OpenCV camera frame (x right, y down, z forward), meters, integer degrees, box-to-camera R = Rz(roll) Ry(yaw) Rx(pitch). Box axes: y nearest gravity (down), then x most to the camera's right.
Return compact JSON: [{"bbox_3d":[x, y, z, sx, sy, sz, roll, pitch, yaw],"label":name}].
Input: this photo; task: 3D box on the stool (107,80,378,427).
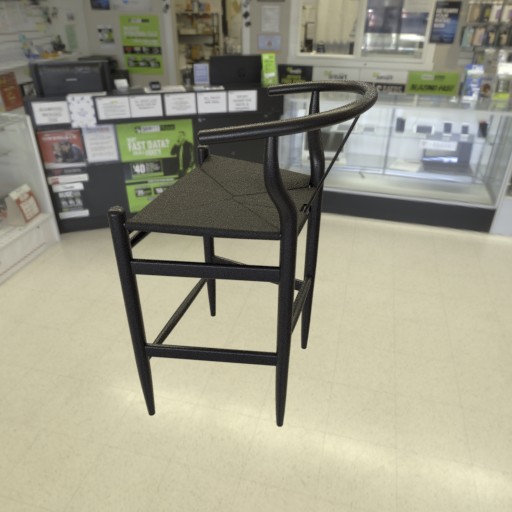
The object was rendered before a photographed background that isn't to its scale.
[{"bbox_3d":[0.000,0.000,1.323,0.579,0.970,0.569,9,32,15],"label":"stool"}]
